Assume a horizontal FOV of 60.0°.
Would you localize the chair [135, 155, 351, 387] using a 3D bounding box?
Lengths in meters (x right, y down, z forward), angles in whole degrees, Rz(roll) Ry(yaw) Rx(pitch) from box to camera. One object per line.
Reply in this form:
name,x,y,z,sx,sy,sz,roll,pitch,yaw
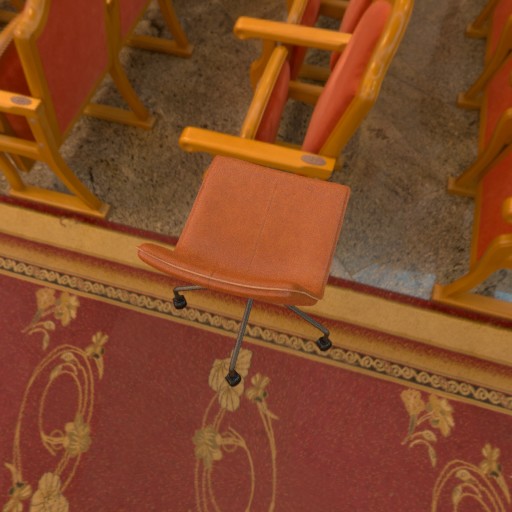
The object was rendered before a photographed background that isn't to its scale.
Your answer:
chair,0.000,0.000,1.382,0.651,0.920,0.660,15,64,8
